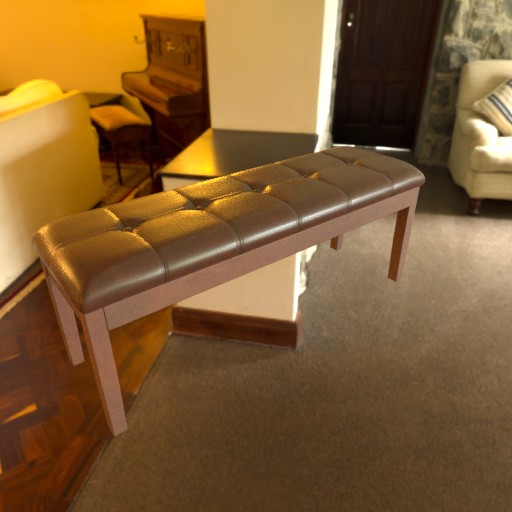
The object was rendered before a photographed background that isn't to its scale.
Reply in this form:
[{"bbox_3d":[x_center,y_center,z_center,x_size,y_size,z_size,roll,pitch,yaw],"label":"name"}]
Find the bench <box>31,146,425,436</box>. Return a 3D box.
[{"bbox_3d":[0.000,0.000,1.492,1.259,0.491,0.401,-21,36,-32],"label":"bench"}]
